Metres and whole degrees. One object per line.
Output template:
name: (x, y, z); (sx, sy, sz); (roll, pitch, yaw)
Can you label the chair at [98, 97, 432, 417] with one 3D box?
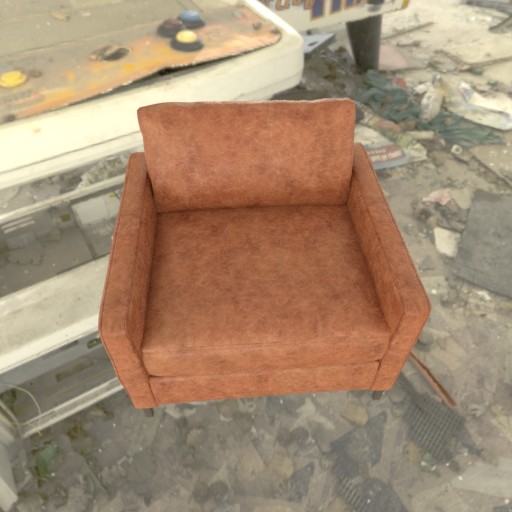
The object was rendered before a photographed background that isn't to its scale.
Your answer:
chair: (0.000, 0.000, 1.631); (0.967, 0.869, 0.862); (-3, 48, -3)
